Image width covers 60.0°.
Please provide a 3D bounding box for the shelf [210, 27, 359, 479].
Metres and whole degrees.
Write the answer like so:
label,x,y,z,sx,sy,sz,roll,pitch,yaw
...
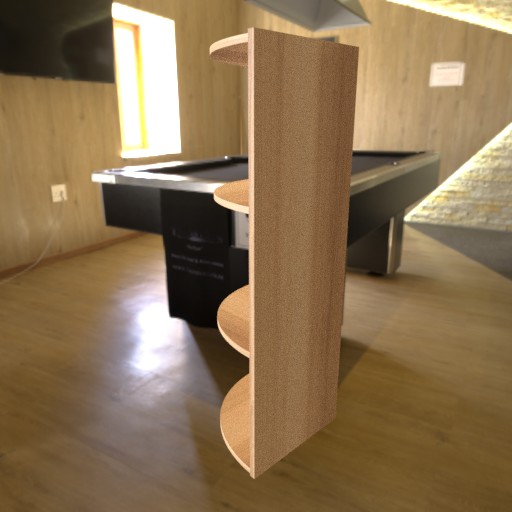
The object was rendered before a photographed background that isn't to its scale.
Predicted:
label,x,y,z,sx,sy,sz,roll,pitch,yaw
shelf,0.000,0.000,1.013,0.290,0.872,0.290,-16,24,-42
